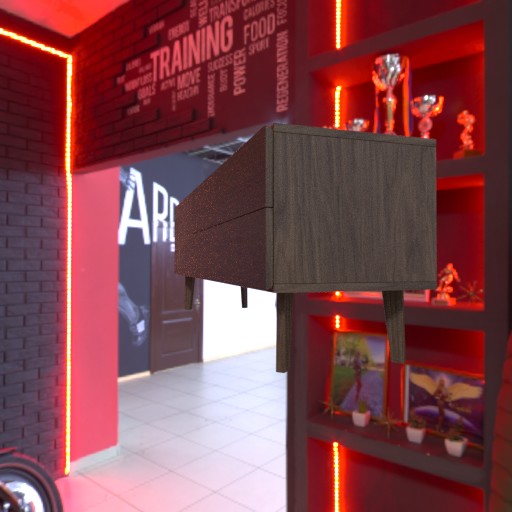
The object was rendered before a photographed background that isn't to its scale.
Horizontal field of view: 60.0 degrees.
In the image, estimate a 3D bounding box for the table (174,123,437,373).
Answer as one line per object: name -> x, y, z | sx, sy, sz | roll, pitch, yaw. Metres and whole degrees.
table -> 0.000, 0.000, 1.595 | 0.405, 0.508, 1.397 | 0, -1, -18
